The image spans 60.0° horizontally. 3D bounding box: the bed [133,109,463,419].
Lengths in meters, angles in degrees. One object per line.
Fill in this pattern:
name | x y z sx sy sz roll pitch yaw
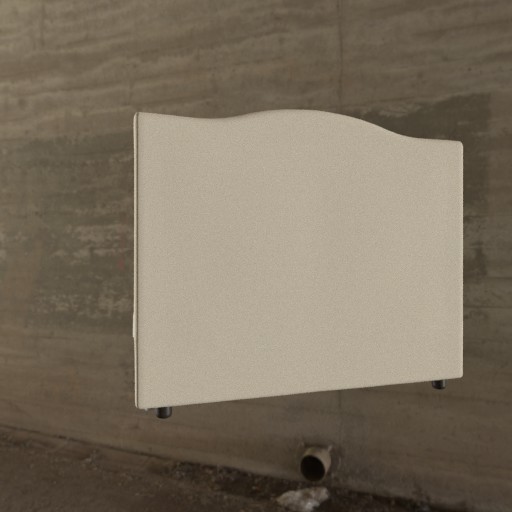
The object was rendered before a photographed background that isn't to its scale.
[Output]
bed | 0.000 0.000 3.195 1.753 1.460 2.143 0 0 -17
